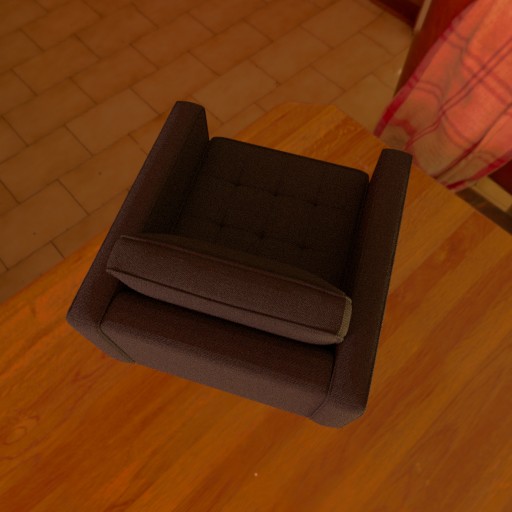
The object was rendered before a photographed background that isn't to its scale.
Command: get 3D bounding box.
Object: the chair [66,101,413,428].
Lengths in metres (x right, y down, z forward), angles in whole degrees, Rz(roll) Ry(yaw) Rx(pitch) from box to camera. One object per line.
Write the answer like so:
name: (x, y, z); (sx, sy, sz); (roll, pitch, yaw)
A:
chair: (0.000, 0.000, 1.581); (0.899, 0.770, 0.919); (15, 65, 7)
